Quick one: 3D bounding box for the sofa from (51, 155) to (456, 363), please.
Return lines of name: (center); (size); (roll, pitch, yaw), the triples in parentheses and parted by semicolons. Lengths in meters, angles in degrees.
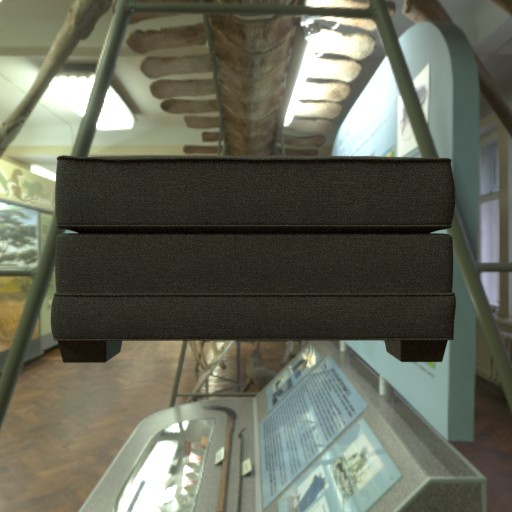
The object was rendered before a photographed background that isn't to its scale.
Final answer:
sofa: (0.000, 0.000, 1.195); (0.854, 0.457, 0.578); (0, 0, 0)
